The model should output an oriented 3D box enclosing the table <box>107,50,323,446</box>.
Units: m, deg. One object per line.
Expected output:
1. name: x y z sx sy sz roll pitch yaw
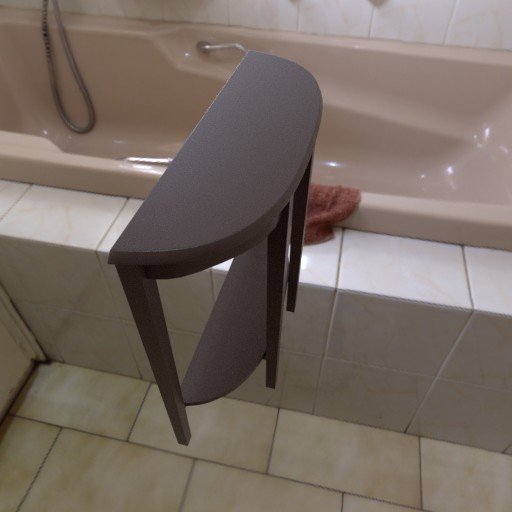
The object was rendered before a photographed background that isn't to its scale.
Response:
1. table: 0.000 0.000 1.308 0.274 0.831 0.909 11 47 10
